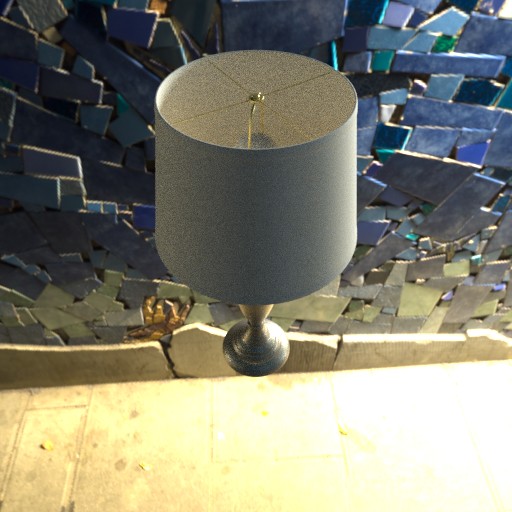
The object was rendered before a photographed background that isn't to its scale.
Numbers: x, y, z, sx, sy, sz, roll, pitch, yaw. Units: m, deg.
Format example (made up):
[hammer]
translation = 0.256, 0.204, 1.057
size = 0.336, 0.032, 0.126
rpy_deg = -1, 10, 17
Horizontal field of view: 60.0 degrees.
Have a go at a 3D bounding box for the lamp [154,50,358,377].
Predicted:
[lamp]
translation = 0.000, 0.000, 0.786
size = 0.328, 0.612, 0.328
rpy_deg = 0, 47, 0
